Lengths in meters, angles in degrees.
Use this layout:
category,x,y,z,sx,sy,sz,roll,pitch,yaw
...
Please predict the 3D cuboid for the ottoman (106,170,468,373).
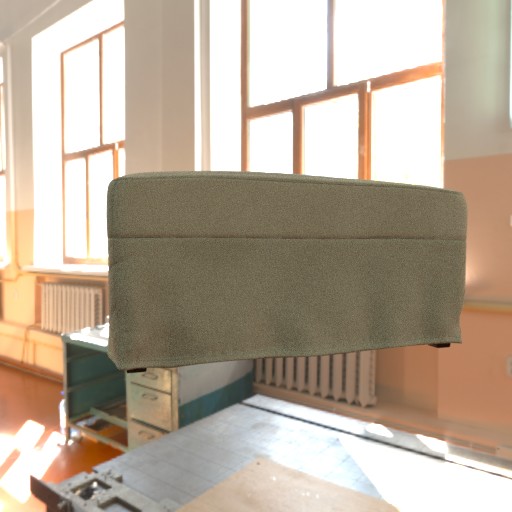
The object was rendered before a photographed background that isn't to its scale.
category,x,y,z,sx,sy,sz,roll,pitch,yaw
ottoman,0.000,0.000,1.333,0.843,0.441,0.842,0,1,-17
